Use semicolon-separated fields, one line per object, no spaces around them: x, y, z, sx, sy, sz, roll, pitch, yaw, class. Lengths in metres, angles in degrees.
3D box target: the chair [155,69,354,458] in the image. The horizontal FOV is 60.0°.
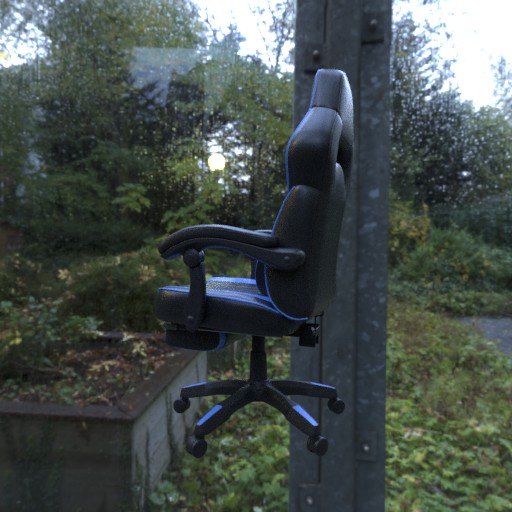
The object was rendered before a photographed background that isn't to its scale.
0.000;0.000;1.687;0.700;1.280;0.700;1;2;19;chair
